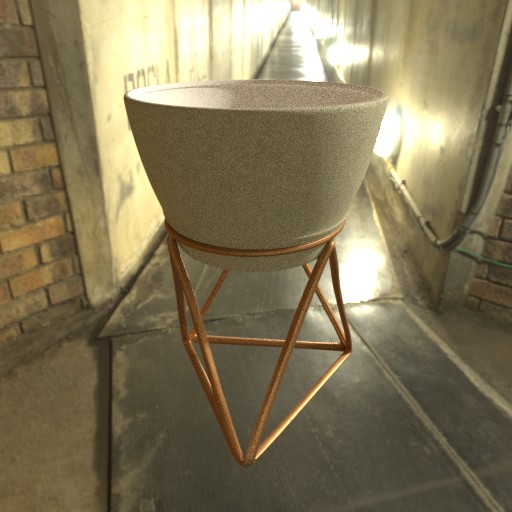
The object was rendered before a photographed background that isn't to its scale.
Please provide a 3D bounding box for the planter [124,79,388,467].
[{"bbox_3d":[0.000,0.000,0.717,0.350,0.504,0.350,18,32,32],"label":"planter"}]
